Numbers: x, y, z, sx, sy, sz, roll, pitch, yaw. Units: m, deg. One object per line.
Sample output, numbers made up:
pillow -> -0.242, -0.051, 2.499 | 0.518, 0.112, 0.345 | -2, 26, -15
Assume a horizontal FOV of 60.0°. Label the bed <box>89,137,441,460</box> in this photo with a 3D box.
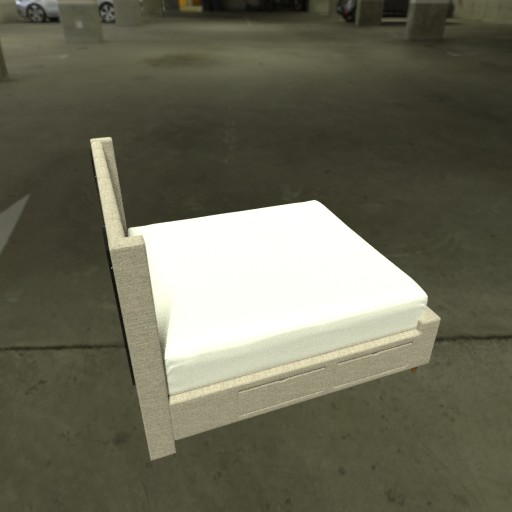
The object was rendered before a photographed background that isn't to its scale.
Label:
bed -> 0.000, 0.000, 3.838 | 2.372, 1.748, 2.044 | -11, 33, -17
